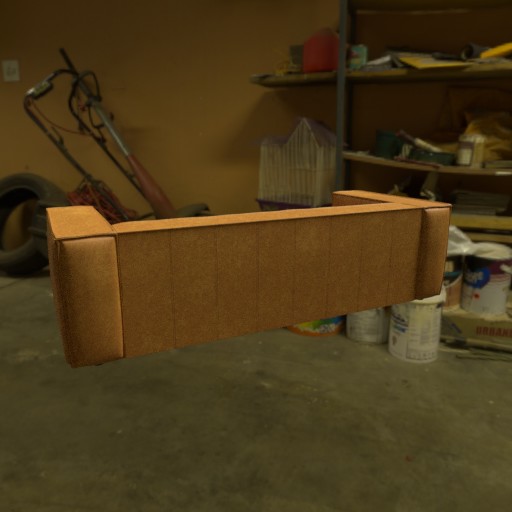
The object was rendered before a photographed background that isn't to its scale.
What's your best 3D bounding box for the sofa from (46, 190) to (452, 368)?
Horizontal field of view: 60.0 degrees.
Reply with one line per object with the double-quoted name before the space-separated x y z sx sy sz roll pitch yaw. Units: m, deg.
"sofa" 0.000 0.000 3.055 2.581 0.701 1.102 -7 16 -25
